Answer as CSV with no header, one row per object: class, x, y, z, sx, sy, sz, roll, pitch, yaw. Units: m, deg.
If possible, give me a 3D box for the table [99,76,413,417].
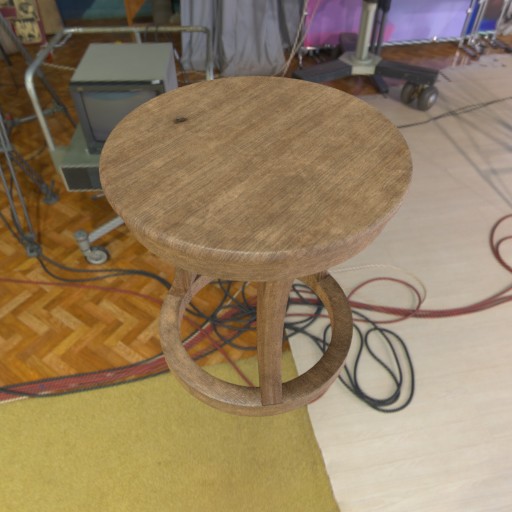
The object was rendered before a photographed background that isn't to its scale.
table,0.000,0.000,0.789,0.432,0.460,0.432,0,47,0
